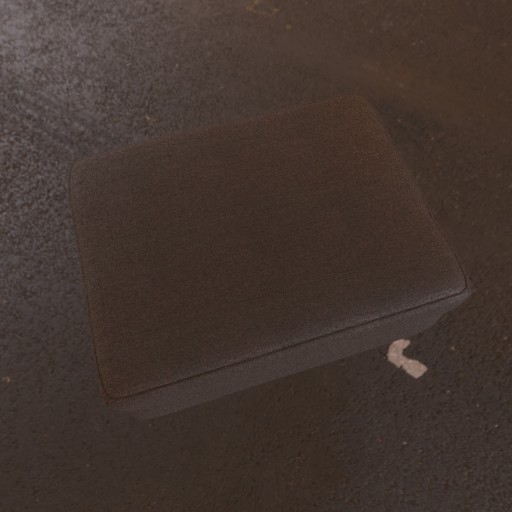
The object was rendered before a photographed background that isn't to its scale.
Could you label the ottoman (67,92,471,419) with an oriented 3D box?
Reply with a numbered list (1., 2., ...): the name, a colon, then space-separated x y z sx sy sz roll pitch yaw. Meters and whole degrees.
1. ottoman: 0.000 0.000 1.198 0.826 0.496 0.639 -16 66 -7
